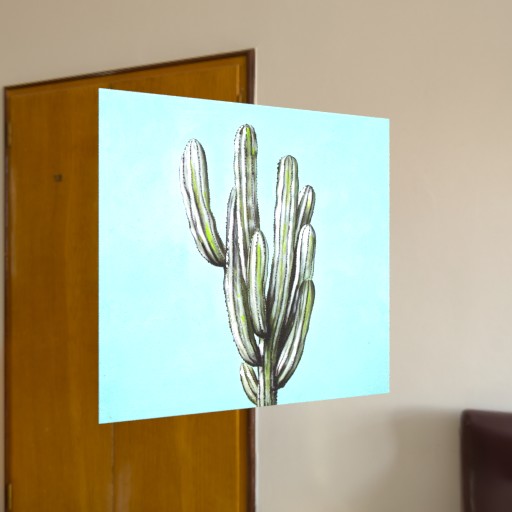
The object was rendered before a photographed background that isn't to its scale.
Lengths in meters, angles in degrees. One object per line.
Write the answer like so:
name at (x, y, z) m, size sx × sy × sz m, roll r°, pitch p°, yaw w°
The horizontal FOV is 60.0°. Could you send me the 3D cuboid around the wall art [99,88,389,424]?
wall art at (0.000, 0.000, 0.902) m, size 0.603 × 0.603 × 0.036 m, roll 0°, pitch 0°, yaw -17°
